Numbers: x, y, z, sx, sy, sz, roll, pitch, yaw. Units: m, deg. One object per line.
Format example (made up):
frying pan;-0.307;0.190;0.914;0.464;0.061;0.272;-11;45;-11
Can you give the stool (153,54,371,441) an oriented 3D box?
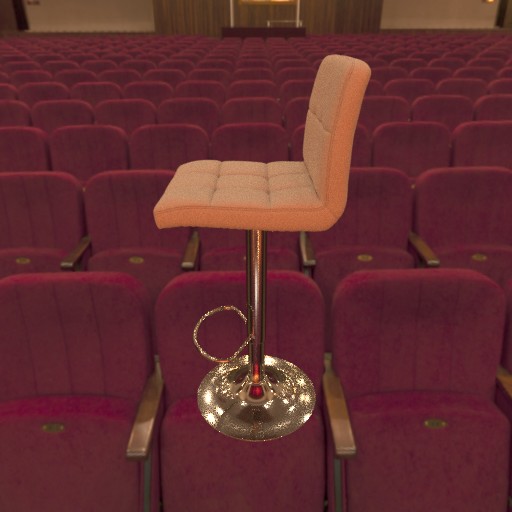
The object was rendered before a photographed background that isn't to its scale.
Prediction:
stool;0.000;0.000;1.355;0.505;1.115;0.430;0;26;0
